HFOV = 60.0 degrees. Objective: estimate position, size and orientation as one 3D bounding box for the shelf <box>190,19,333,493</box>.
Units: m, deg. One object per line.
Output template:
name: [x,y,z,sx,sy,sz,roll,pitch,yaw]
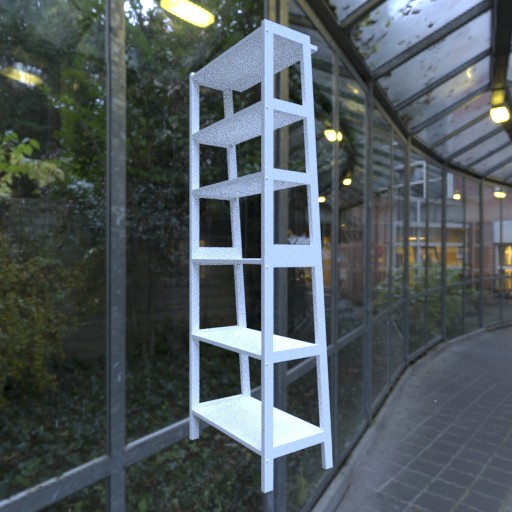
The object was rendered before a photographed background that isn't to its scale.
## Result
shelf: [0.000,0.000,2.144,0.381,1.892,0.660,0,0,-36]
